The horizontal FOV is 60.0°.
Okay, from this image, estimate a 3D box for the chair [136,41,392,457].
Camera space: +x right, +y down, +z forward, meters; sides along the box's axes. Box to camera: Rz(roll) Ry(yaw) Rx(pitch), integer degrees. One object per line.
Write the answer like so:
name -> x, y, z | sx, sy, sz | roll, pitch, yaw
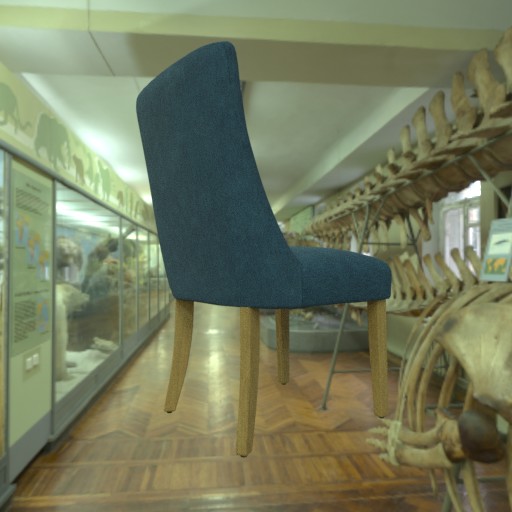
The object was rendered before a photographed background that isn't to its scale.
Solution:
chair -> 0.000, 0.000, 1.248 | 0.609, 0.902, 0.495 | 1, -1, -36
